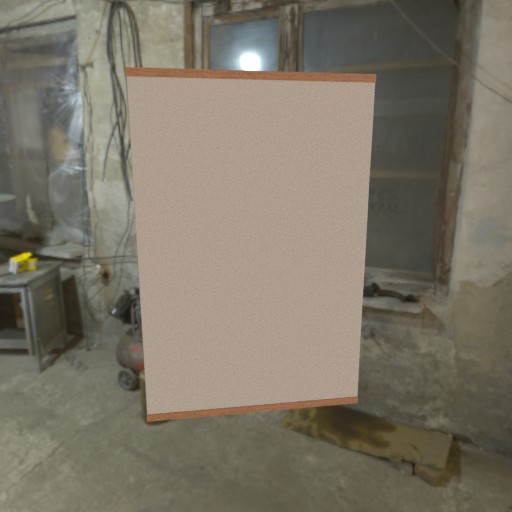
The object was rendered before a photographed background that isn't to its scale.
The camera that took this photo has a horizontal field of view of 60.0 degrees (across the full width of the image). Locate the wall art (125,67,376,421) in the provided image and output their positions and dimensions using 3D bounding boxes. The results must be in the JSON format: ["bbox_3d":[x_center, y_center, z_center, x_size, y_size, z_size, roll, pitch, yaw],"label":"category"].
[{"bbox_3d":[0.000,0.000,1.951,1.019,1.527,0.019,-2,13,-9],"label":"wall art"}]
